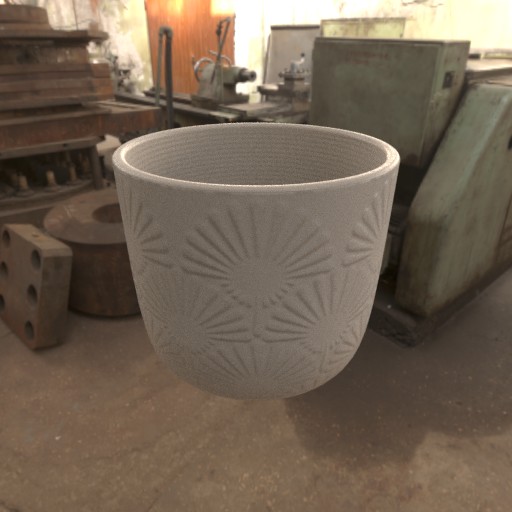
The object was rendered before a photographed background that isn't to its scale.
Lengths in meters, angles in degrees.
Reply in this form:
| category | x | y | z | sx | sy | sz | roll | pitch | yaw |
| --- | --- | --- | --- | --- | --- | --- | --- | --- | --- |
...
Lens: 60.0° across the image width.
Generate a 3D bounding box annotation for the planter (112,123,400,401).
| category | x | y | z | sx | sy | sz | roll | pitch | yaw |
| --- | --- | --- | --- | --- | --- | --- | --- | --- | --- |
| planter | 0.000 | 0.000 | 0.222 | 0.124 | 0.109 | 0.124 | 0 | 26 | 0 |
